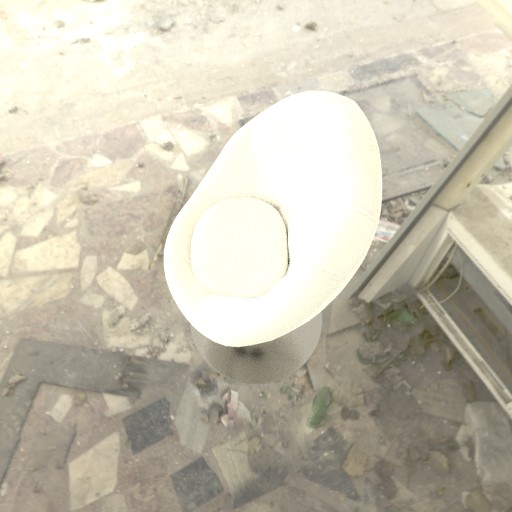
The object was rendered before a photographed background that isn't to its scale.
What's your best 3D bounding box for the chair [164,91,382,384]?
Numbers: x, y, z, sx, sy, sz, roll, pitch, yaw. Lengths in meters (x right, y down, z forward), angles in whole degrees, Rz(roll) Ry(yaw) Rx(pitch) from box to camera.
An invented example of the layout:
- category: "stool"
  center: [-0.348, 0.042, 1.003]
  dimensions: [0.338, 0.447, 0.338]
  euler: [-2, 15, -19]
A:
- category: "chair"
  center: [0.000, 0.000, 1.807]
  dimensions: [0.736, 1.261, 0.940]
  euler: [0, 59, 0]
